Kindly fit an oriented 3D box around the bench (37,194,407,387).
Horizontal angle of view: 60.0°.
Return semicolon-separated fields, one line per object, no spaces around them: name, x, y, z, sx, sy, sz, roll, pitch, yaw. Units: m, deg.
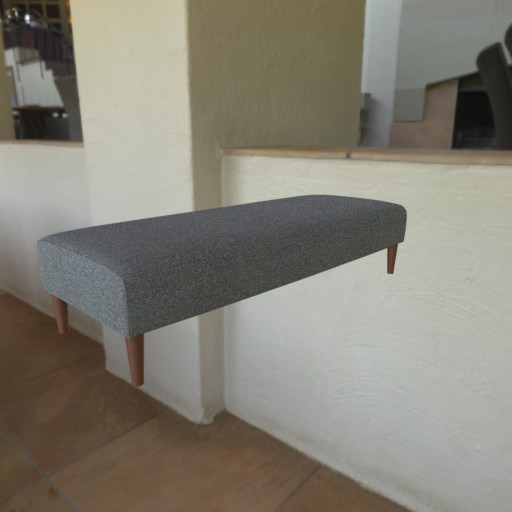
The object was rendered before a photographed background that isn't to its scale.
bench;0.000;0.000;1.927;0.631;0.384;1.598;14;21;42
